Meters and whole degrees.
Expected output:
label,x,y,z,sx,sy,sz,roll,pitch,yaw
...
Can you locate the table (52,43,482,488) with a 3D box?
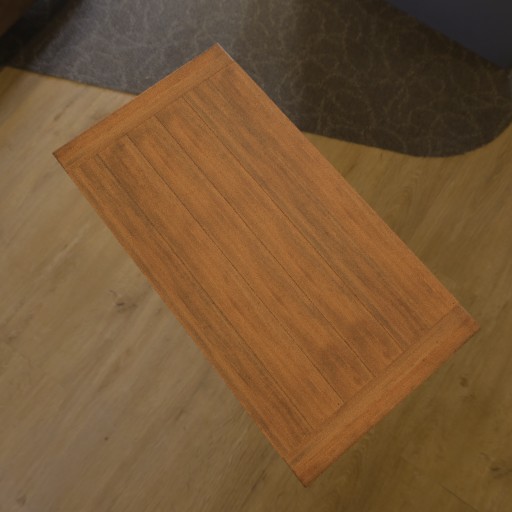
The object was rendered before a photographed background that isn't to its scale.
label,x,y,z,sx,sy,sz,roll,pitch,yaw
table,0.000,0.000,1.602,0.693,0.494,1.270,-38,78,-9
